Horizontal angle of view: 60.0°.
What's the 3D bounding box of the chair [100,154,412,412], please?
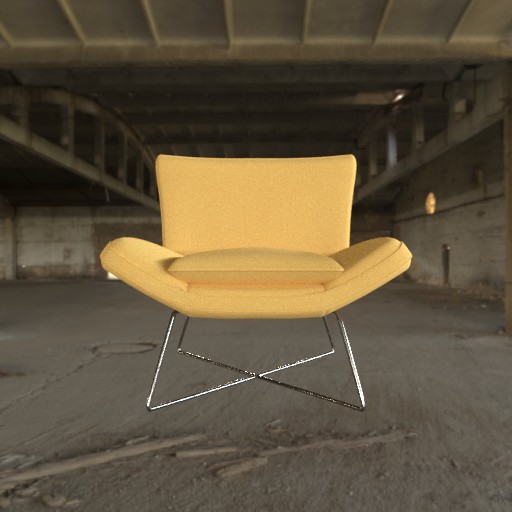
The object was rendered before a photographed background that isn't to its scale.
[{"bbox_3d":[0.000,0.000,1.666,0.859,0.855,1.008,0,0,0],"label":"chair"}]
